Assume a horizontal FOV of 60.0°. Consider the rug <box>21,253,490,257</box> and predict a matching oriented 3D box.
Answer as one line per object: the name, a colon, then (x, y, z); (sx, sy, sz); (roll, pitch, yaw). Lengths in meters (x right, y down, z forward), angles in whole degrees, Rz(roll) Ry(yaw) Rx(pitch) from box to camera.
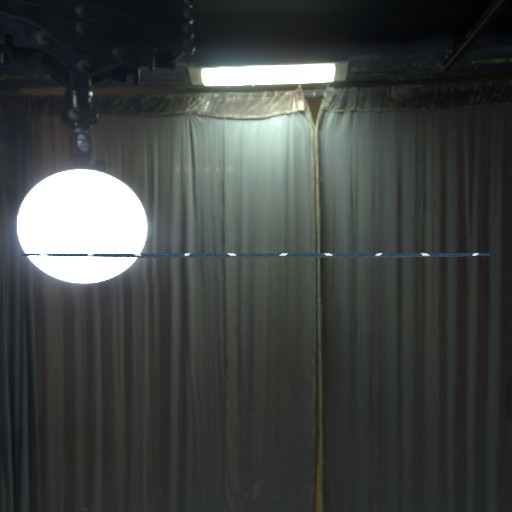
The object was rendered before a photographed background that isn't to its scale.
rug: (0.000, 0.000, 2.222); (1.753, 0.010, 1.143); (0, -1, 1)
